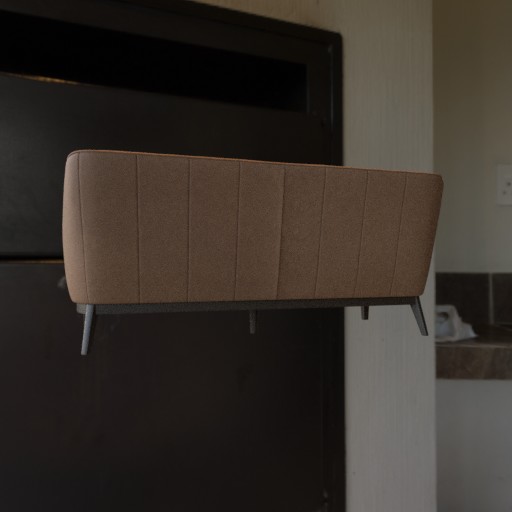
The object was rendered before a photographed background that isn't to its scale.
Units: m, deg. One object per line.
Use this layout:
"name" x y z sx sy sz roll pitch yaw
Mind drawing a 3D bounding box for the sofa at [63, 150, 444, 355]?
"sofa" 0.000 0.000 2.356 1.928 0.830 0.869 0 -1 -17
